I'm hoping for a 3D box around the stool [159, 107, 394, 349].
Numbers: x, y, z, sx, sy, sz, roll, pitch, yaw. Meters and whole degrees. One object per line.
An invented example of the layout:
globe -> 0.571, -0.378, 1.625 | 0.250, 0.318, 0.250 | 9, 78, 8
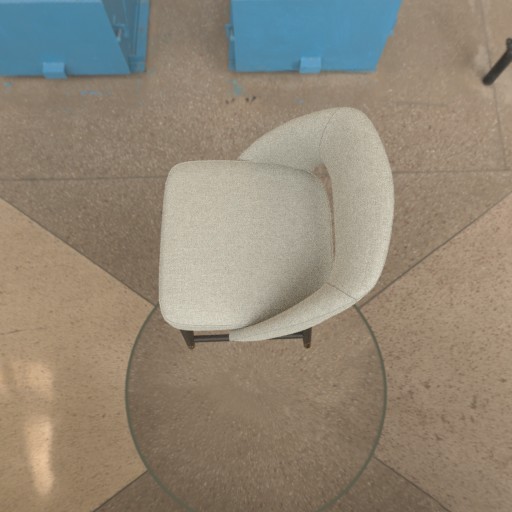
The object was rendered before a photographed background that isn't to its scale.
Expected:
stool -> 0.000, 0.000, 1.261 | 0.509, 0.940, 0.494 | 0, 74, 0
